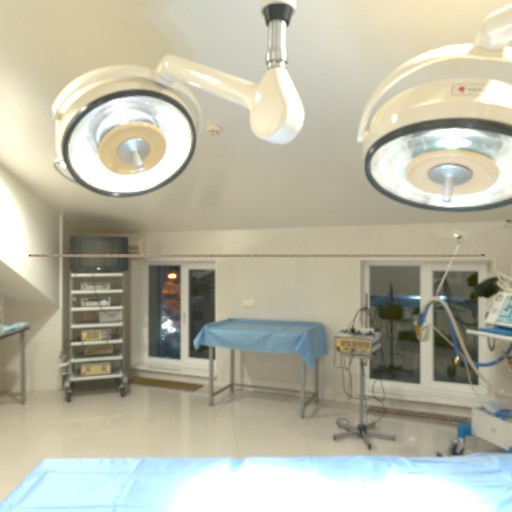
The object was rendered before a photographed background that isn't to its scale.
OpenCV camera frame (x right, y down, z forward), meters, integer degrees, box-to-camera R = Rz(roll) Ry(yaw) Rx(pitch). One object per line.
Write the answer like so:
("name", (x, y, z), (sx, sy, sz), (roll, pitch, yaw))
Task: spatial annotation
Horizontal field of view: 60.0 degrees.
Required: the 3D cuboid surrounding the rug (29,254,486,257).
("rug", (0.000, 0.000, 2.739), (2.438, 0.012, 0.762), (0, 0, 1))
